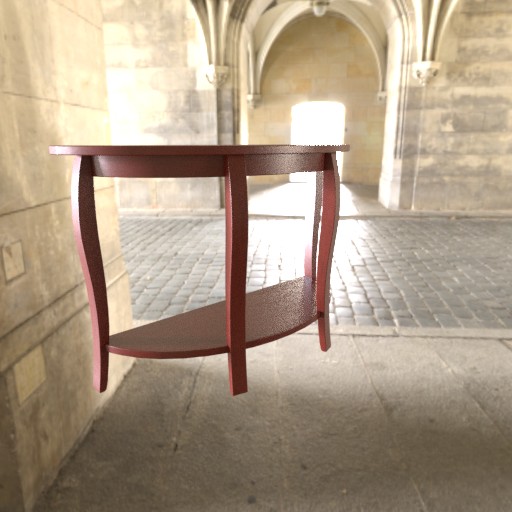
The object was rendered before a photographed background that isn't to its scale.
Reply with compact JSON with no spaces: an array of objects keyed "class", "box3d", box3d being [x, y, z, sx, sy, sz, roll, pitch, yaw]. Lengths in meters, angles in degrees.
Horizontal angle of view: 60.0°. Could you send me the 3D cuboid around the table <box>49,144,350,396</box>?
[{"class":"table","box3d":[0.000,0.000,1.604,1.219,0.779,0.405,-13,19,-42]}]
